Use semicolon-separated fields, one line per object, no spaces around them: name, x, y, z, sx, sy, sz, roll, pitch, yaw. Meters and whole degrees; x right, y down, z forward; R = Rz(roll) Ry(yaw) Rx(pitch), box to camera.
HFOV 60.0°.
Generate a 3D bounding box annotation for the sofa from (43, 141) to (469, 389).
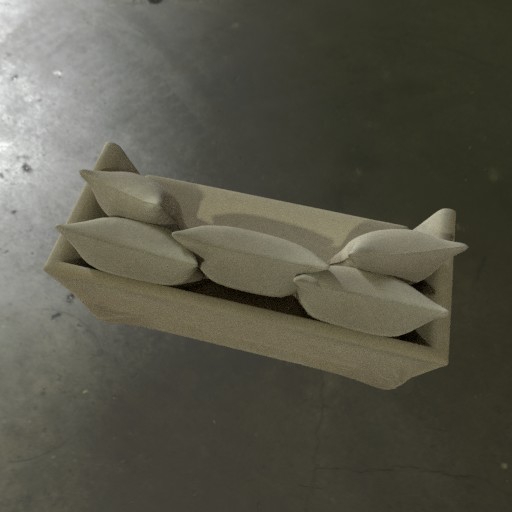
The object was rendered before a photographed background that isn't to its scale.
sofa;0.000;0.000;2.810;2.290;1.034;1.031;12;64;6
